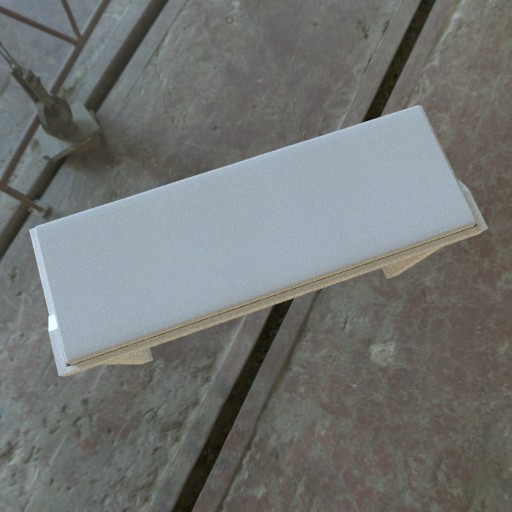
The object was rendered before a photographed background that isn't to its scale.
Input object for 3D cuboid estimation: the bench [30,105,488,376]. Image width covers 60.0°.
[{"bbox_3d":[0.000,0.000,1.261,0.987,0.589,0.346,-19,77,-4],"label":"bench"}]
